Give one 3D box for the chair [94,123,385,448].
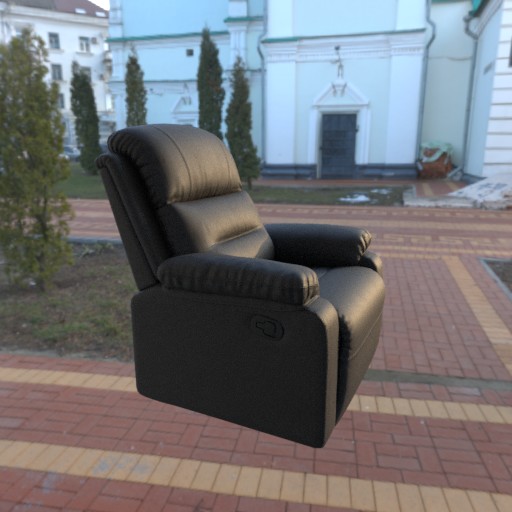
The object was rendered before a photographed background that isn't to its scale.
[{"bbox_3d":[0.000,0.000,1.706,0.919,0.992,0.855,7,15,26],"label":"chair"}]
